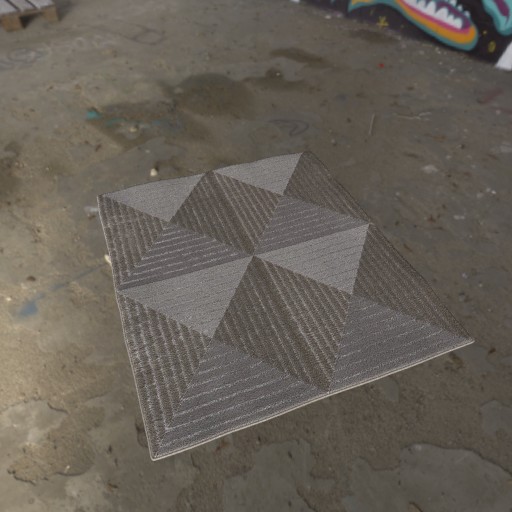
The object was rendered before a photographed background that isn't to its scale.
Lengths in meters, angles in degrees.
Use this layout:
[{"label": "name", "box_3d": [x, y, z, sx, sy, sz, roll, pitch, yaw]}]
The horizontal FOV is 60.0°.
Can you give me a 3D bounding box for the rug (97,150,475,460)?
[{"label": "rug", "box_3d": [0.000, 0.000, 0.881, 0.551, 0.008, 0.642, -15, 47, -15]}]
